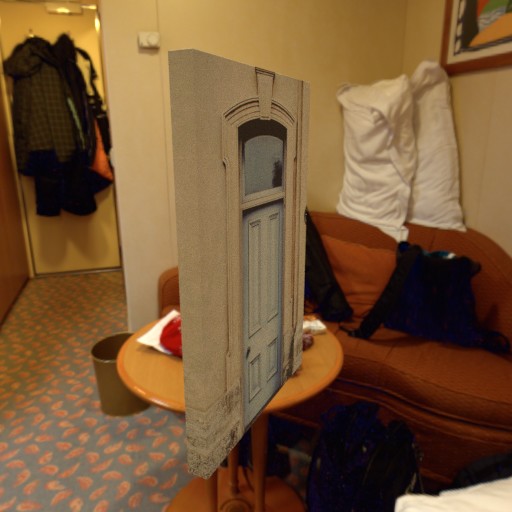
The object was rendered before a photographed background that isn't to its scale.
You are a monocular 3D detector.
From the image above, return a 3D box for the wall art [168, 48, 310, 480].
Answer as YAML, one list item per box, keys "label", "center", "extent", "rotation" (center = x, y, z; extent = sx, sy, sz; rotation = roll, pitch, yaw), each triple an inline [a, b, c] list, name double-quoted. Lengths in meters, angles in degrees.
- label: "wall art"
  center: [0.000, 0.000, 0.780]
  extent: [0.036, 0.607, 0.403]
  rotation: [8, 17, 26]
